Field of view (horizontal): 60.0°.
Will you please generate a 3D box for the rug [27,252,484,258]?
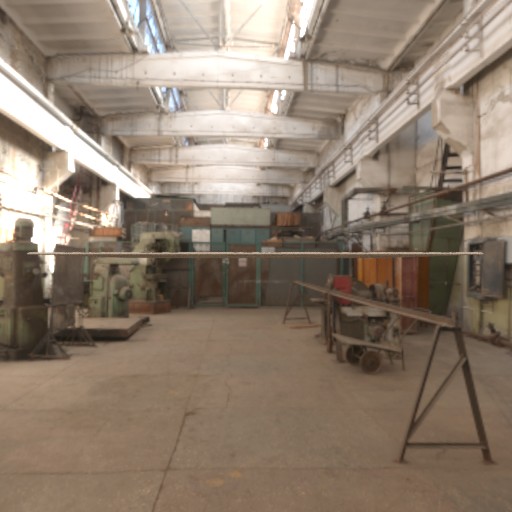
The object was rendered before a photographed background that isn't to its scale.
[{"bbox_3d":[0.000,0.000,4.145,3.040,0.014,2.423,0,-1,0],"label":"rug"}]
